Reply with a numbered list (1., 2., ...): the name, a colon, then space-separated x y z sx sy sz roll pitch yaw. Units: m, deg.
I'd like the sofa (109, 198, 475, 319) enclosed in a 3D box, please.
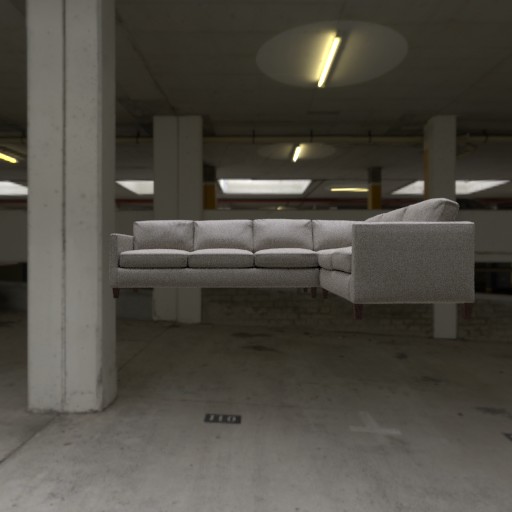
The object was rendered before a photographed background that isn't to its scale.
1. sofa: 0.000 0.000 4.562 3.302 0.947 2.593 0 0 0
